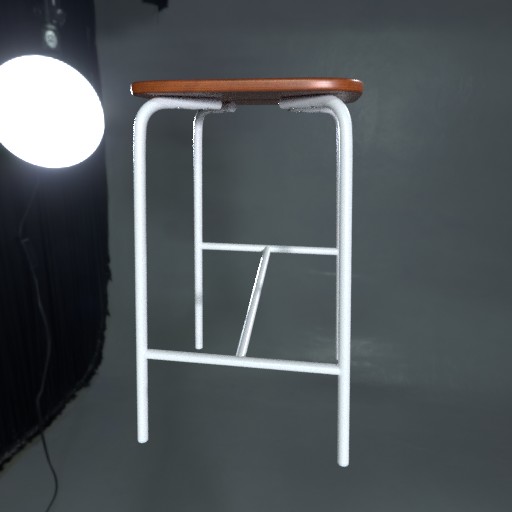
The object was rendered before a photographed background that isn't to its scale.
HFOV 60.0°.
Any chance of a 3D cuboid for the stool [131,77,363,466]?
[{"bbox_3d":[0.000,0.000,0.863,0.376,0.610,0.376,3,16,9],"label":"stool"}]
